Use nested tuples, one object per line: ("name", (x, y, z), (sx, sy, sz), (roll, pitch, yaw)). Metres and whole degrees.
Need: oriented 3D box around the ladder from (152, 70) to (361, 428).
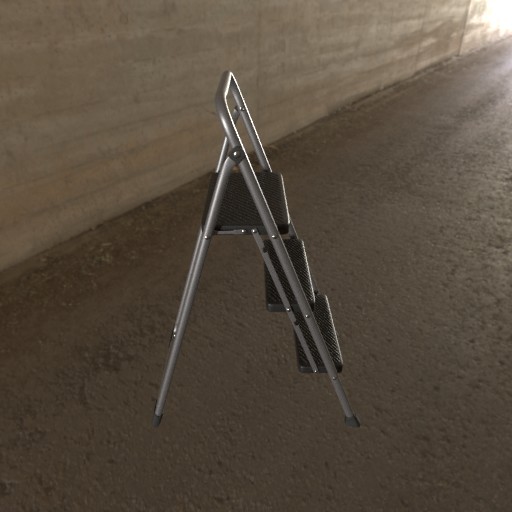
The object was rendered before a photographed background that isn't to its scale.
("ladder", (0.000, 0.000, 1.263), (0.629, 0.945, 0.430), (0, 31, 0))
